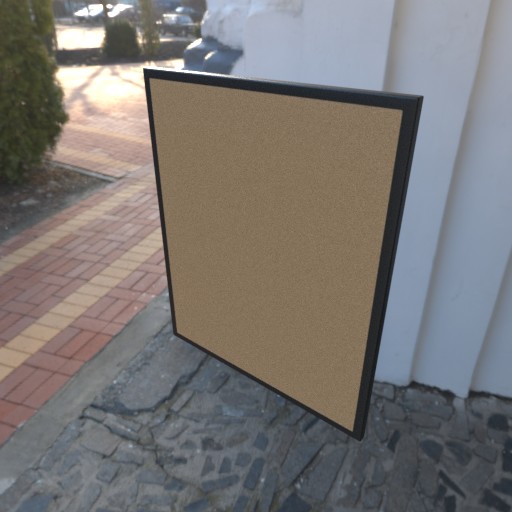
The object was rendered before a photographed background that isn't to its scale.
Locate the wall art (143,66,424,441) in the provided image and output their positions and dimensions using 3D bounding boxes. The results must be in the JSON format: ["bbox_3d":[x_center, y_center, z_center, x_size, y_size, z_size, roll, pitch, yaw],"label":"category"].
[{"bbox_3d":[0.000,0.000,0.777,0.481,0.582,0.018,21,35,33],"label":"wall art"}]
